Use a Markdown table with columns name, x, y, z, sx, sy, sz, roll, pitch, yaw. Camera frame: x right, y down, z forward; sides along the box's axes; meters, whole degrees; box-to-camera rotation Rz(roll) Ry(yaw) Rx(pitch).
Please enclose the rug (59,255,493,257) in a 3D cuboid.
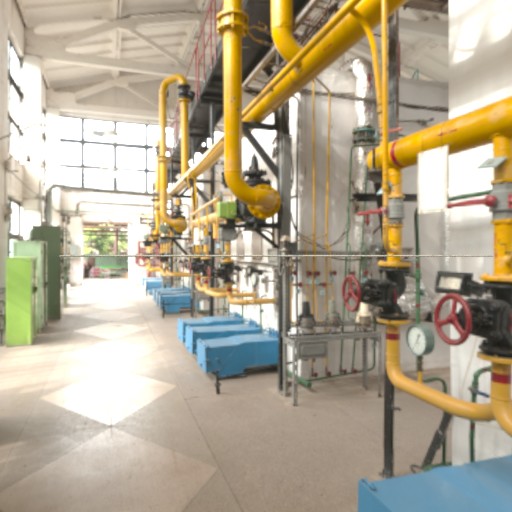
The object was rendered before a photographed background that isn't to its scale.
| name | x | y | z | sx | sy | sz | roll | pitch | yaw |
| --- | --- | --- | --- | --- | --- | --- | --- | --- | --- |
| rug | 0.000 | 0.000 | 3.989 | 2.980 | 0.012 | 2.363 | 0 | 0 | -17 |
